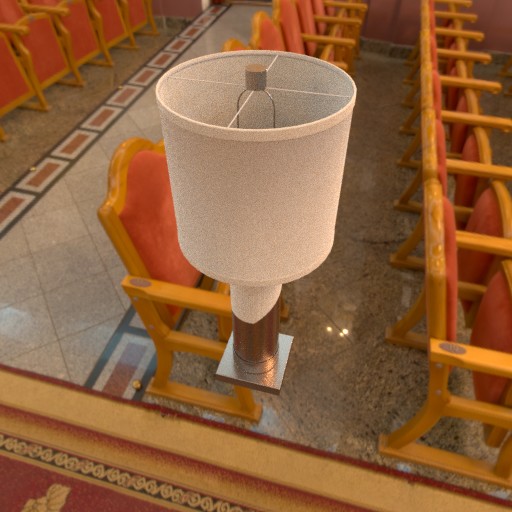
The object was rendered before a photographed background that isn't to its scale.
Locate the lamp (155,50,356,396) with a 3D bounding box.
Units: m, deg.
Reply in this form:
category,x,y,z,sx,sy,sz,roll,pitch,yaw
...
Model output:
category,x,y,z,sx,sy,sz,roll,pitch,yaw
lamp,0.000,0.000,0.613,0.202,0.509,0.202,11,44,11
